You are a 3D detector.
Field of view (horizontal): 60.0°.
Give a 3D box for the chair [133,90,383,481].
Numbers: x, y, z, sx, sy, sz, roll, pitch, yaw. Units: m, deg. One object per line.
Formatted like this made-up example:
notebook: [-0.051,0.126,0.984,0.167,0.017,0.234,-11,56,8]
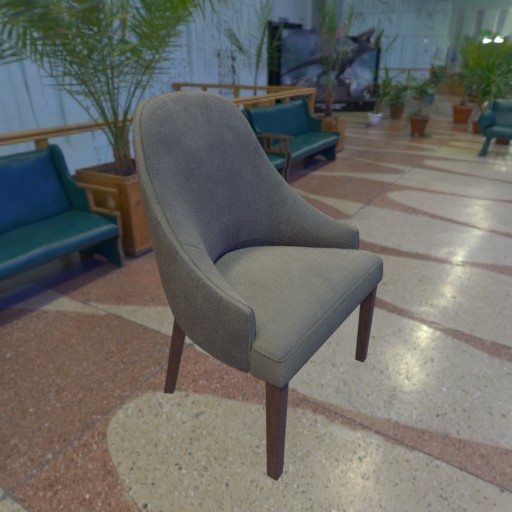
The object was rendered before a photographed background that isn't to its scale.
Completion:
chair: [0.000,0.000,1.301,0.575,0.889,0.643,16,29,31]
